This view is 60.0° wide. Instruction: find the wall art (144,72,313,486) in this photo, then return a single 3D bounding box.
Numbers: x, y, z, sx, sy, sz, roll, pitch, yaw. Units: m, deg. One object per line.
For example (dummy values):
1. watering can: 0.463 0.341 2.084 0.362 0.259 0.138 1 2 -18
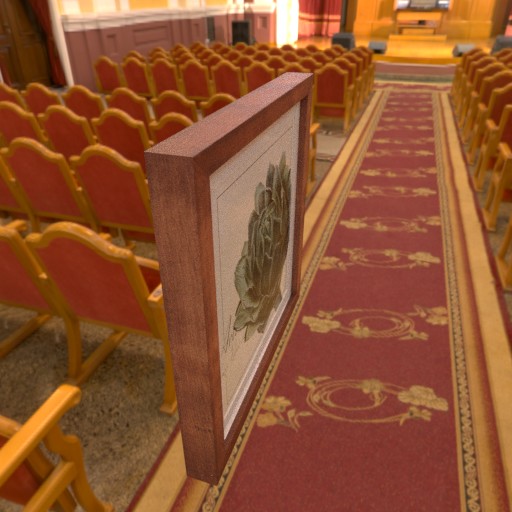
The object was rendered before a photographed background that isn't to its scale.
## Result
1. wall art: 0.000 0.000 0.568 0.038 0.385 0.386 10 32 16
